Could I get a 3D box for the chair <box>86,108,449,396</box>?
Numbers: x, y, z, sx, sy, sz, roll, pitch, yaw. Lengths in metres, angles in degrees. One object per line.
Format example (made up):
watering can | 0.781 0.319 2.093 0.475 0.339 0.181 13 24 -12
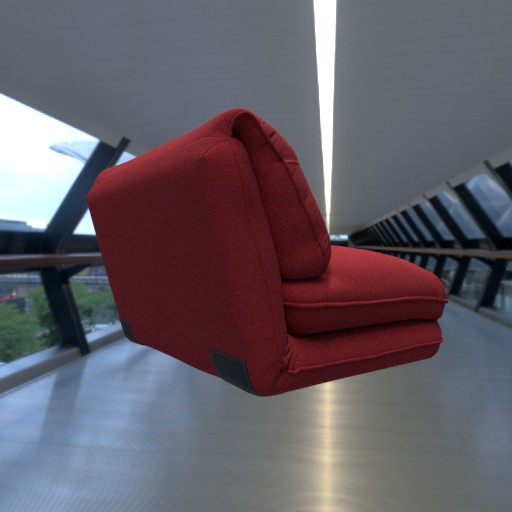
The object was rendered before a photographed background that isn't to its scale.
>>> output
chair | 0.000 0.000 1.321 0.780 0.580 0.820 0 0 -36
